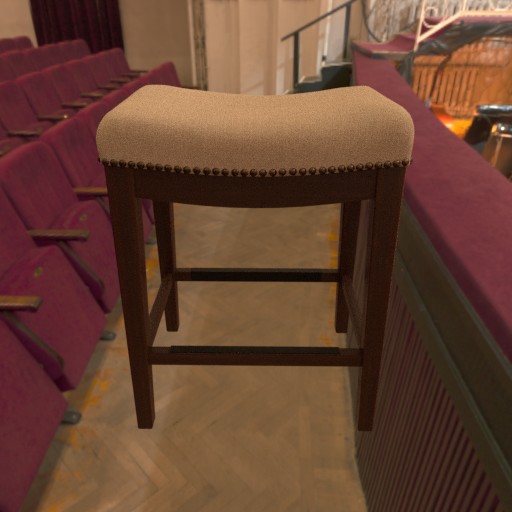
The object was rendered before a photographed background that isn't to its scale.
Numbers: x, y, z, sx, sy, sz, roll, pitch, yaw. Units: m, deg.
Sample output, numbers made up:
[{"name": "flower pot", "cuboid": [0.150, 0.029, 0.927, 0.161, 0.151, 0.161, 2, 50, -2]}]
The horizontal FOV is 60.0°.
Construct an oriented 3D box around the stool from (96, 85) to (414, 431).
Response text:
[{"name": "stool", "cuboid": [0.000, 0.000, 0.956, 0.509, 0.669, 0.363, 0, 29, 1]}]
